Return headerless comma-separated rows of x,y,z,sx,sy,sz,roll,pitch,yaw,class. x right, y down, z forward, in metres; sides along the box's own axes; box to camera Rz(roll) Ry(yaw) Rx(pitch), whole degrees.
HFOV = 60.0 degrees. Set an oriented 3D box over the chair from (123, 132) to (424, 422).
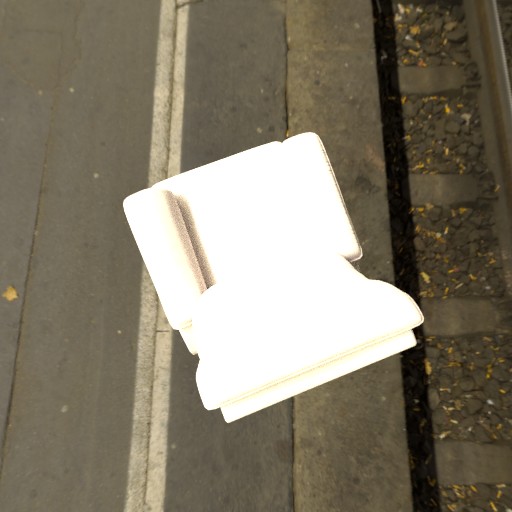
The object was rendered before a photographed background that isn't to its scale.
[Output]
0.000,0.000,1.725,0.820,1.039,1.001,-21,76,-5,chair
